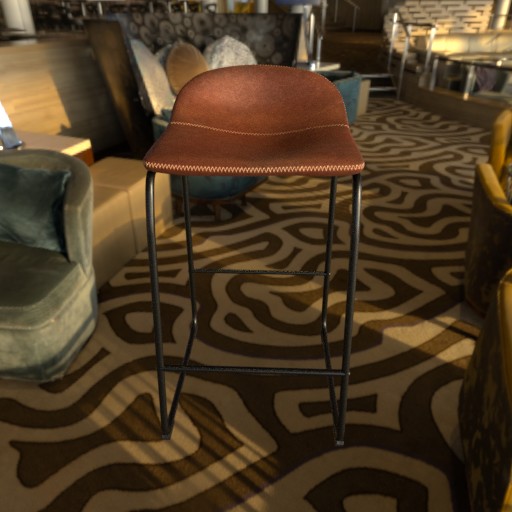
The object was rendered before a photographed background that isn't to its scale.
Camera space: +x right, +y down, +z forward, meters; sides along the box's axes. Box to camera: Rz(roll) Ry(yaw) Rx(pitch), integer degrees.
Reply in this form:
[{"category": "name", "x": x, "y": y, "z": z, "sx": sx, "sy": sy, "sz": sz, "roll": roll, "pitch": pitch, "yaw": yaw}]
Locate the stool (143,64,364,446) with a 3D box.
[{"category": "stool", "x": 0.000, "y": 0.000, "z": 1.106, "sx": 0.454, "sy": 0.830, "sz": 0.473, "roll": 1, "pitch": 30, "yaw": 2}]
